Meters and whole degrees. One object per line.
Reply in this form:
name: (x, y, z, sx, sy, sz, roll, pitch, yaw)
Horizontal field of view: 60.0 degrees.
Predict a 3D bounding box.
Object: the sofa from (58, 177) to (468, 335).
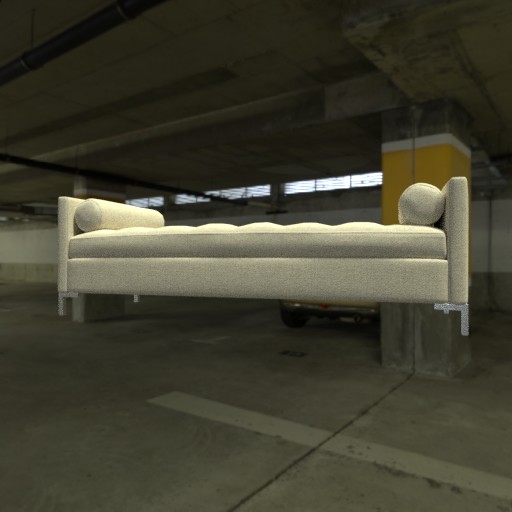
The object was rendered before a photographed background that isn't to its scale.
sofa: (0.000, 0.000, 2.499, 2.102, 0.655, 0.797, 0, 0, 18)
